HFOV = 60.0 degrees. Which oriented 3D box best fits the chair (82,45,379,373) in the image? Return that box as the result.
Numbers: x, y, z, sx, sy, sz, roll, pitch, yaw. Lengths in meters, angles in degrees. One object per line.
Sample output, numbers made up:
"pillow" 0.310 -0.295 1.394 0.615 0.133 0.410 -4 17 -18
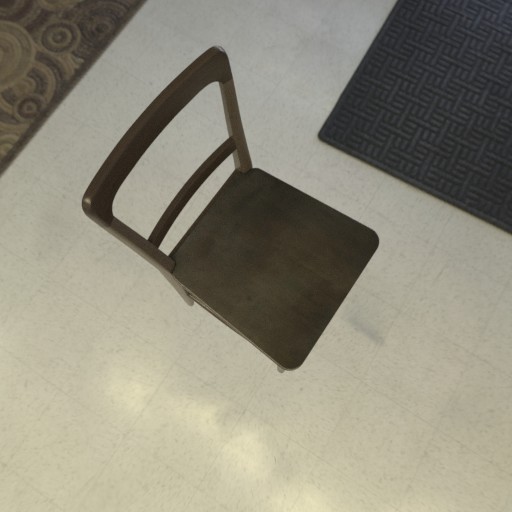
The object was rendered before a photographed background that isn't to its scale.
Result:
"chair" 0.000 0.000 1.291 0.546 0.991 0.450 34 77 9
